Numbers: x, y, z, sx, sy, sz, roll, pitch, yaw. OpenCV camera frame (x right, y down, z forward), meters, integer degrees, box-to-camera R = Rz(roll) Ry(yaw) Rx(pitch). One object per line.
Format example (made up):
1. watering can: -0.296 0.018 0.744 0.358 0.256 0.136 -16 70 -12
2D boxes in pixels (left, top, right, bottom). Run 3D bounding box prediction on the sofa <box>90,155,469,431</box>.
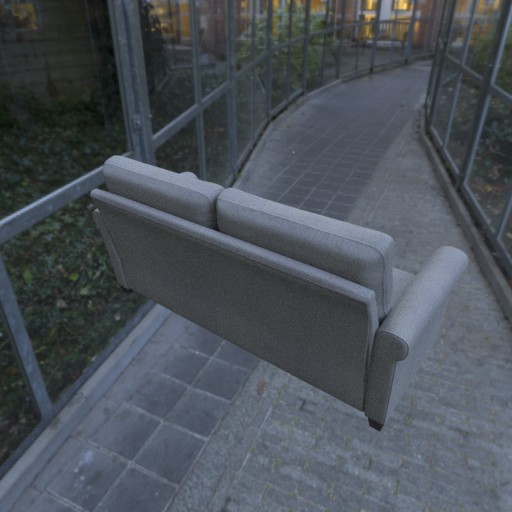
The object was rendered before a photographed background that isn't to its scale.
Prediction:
1. sofa: 0.000 0.000 2.404 1.935 0.942 0.842 21 36 32
